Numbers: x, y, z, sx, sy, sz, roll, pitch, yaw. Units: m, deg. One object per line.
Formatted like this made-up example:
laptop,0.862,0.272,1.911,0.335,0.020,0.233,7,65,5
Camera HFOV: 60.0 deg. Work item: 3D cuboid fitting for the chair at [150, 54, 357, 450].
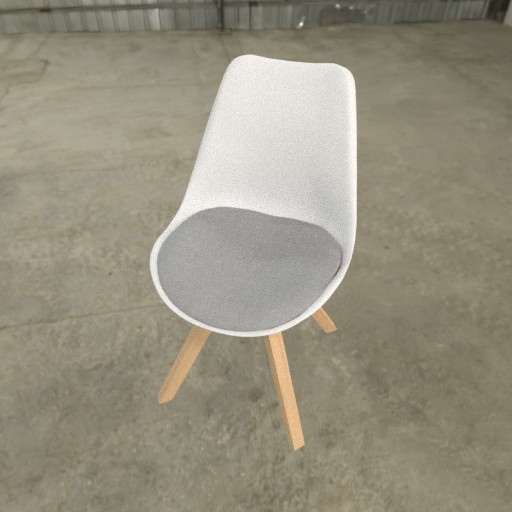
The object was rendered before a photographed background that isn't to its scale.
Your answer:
chair,0.000,0.000,1.169,0.485,0.850,0.550,13,42,15
